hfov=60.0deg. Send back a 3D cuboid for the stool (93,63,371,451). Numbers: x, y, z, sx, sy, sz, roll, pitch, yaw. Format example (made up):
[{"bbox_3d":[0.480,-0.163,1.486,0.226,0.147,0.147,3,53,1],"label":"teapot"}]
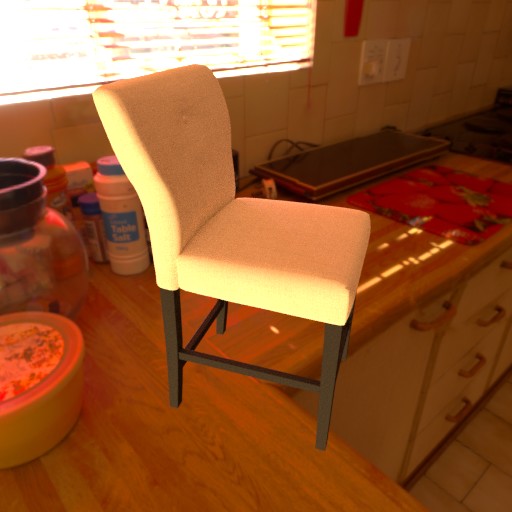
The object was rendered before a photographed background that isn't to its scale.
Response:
[{"bbox_3d":[0.000,0.000,1.283,0.603,0.972,0.514,9,31,16],"label":"stool"}]
